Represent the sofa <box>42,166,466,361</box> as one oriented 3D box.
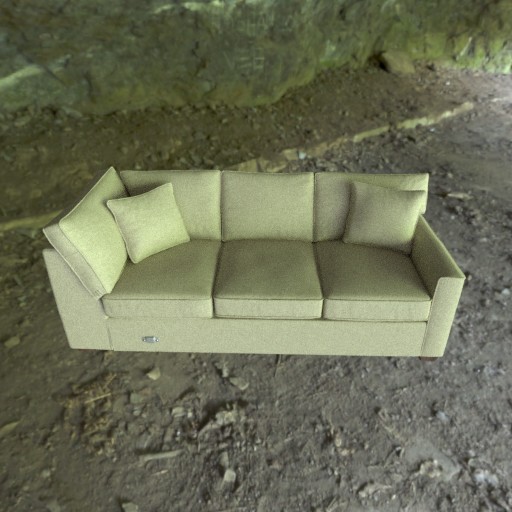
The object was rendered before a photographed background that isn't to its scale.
[{"bbox_3d":[0.000,0.000,2.927,2.323,0.948,1.053,1,30,1],"label":"sofa"}]
